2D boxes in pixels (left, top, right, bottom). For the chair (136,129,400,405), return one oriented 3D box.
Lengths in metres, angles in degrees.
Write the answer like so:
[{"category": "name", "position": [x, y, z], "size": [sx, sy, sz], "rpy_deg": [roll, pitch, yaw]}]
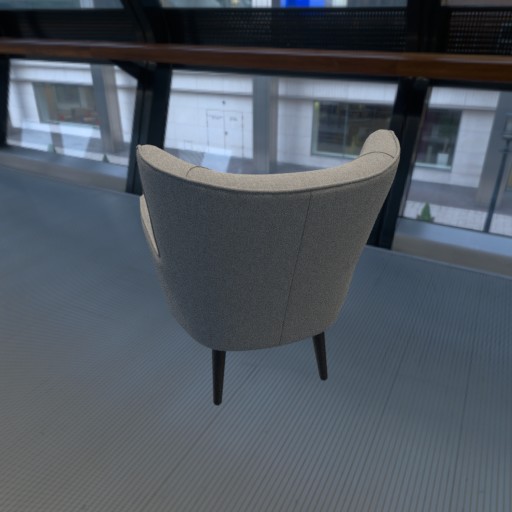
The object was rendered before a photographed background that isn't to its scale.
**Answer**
[{"category": "chair", "position": [0.000, 0.000, 1.631], "size": [0.781, 0.933, 0.888], "rpy_deg": [-8, 27, -16]}]
